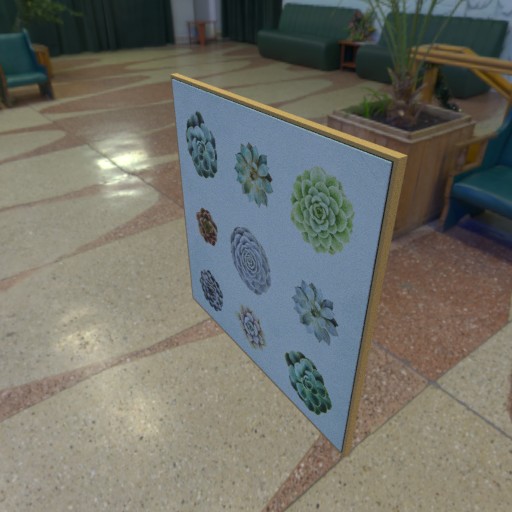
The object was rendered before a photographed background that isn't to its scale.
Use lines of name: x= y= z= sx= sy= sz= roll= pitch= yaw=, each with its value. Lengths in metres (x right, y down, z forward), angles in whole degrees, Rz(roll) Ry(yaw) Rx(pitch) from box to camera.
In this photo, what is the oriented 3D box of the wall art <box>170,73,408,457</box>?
wall art: x=0.000 y=0.000 z=0.679 sx=0.013 sy=0.455 sz=0.457 roll=-21 pitch=39 yaw=-29
